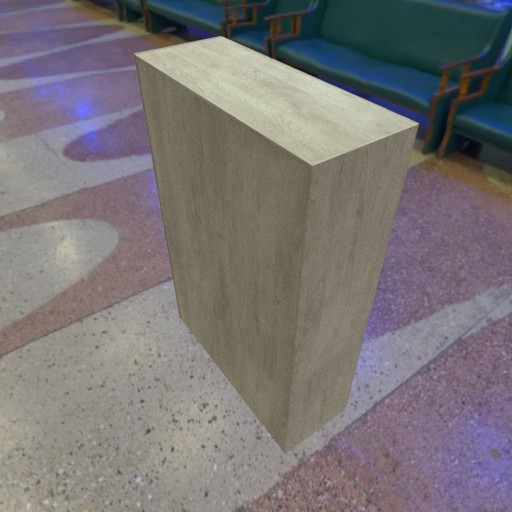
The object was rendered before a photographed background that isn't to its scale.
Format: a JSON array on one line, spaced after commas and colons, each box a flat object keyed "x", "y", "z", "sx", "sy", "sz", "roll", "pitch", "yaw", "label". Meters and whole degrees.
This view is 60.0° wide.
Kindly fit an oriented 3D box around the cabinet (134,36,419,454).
[{"x": 0.000, "y": 0.000, "z": 2.464, "sx": 0.510, "sy": 1.910, "sz": 1.290, "roll": -25, "pitch": 47, "yaw": -26, "label": "cabinet"}]
